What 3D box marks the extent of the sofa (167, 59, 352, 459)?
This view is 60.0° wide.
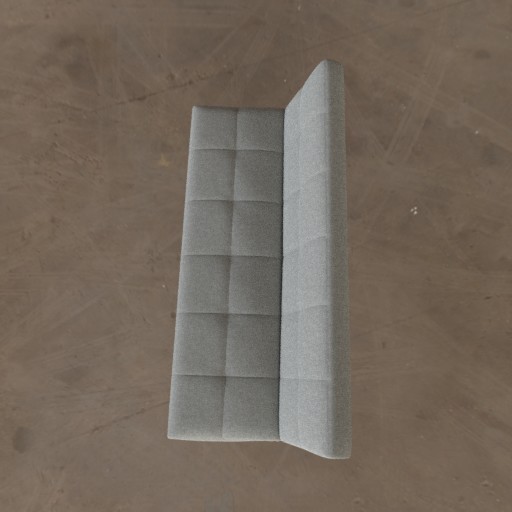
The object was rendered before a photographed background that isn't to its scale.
[{"bbox_3d":[0.000,0.000,2.286,0.800,0.800,1.820,2,75,0],"label":"sofa"}]
